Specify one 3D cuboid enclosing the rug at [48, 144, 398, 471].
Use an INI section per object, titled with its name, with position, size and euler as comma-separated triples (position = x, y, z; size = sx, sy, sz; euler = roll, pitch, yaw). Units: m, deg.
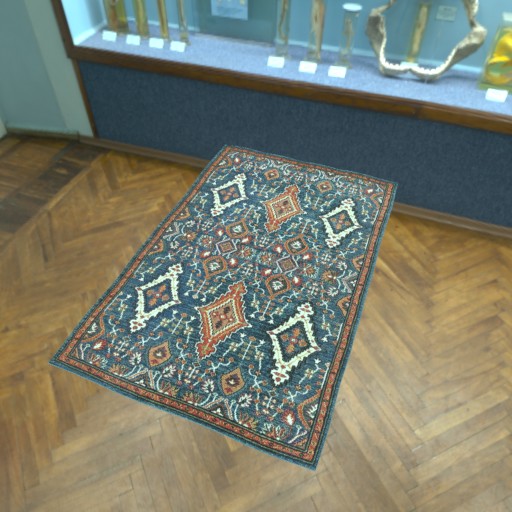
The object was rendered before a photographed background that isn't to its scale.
[rug]
position = 0.000, 0.000, 2.328
size = 1.195, 0.014, 1.847
euler = 16, 48, 15
